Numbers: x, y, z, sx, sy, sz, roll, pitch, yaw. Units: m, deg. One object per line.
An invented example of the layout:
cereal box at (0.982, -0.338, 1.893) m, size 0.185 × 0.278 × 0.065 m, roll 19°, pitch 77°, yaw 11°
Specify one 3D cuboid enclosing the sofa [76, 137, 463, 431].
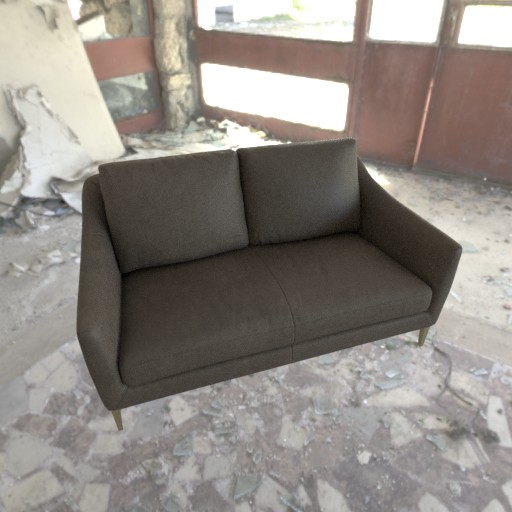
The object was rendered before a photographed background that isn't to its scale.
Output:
sofa at (0.000, 0.000, 2.161) m, size 1.619 × 0.902 × 0.960 m, roll -11°, pitch 34°, yaw -16°
